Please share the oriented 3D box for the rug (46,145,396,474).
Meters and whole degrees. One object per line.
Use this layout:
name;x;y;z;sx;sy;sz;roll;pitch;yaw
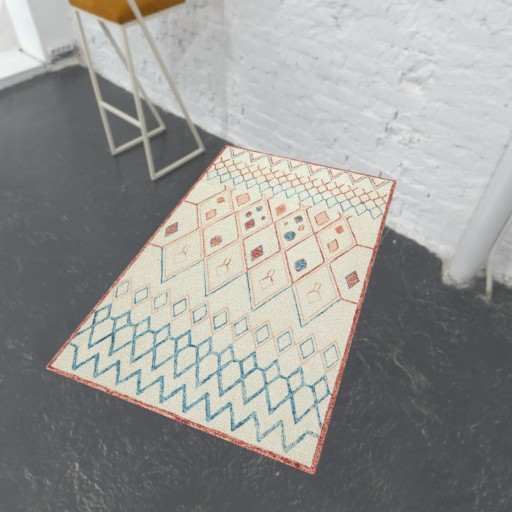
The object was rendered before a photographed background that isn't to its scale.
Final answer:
rug;0.000;0.000;3.027;1.524;0.015;2.438;15;47;15
